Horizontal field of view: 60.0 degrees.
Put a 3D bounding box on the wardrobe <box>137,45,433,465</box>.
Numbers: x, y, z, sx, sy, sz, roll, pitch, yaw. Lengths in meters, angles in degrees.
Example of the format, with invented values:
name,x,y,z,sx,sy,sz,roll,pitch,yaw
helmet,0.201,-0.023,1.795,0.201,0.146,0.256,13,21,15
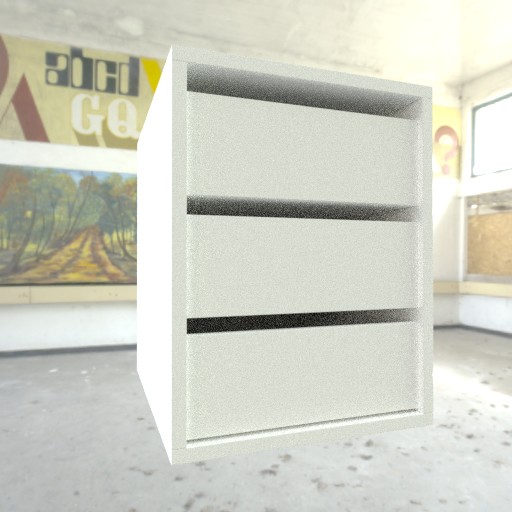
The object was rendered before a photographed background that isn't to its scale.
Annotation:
name,x,y,z,sx,sy,sz,roll,pitch,yaw
wardrobe,0.000,0.000,0.849,0.400,0.520,0.500,0,0,-20
